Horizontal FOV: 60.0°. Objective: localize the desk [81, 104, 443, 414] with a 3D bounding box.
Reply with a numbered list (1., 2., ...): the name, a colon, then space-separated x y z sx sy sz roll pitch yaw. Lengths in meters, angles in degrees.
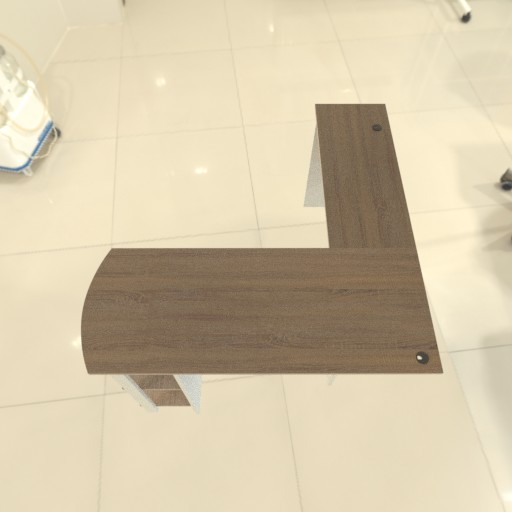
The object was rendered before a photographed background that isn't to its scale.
1. desk: 0.000 0.000 2.191 1.303 0.716 1.361 0 60 0
